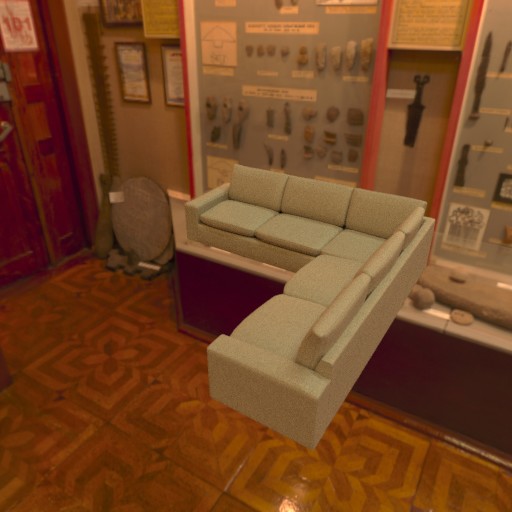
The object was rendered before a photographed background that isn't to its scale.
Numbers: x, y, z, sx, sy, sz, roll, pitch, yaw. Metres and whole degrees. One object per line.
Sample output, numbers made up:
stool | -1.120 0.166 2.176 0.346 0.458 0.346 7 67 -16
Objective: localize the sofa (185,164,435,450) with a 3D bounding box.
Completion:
sofa | 0.000 0.000 4.222 2.622 0.800 2.742 17 33 28
